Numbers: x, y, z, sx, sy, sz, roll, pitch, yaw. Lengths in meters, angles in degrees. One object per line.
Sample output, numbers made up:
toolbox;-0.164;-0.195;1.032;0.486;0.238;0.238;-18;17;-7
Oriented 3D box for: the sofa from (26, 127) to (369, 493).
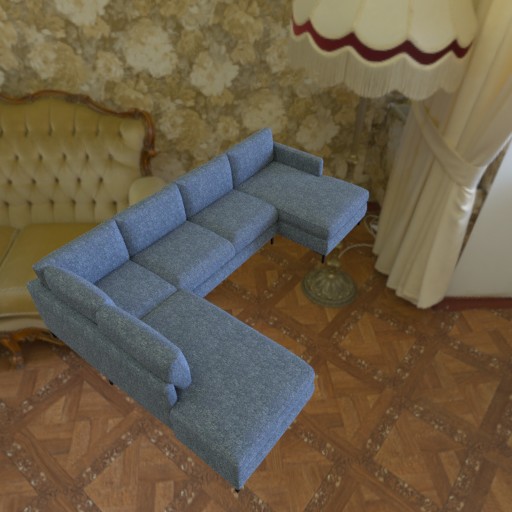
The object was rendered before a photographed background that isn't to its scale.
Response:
sofa;0.000;0.000;3.466;1.879;0.756;2.737;27;48;27
